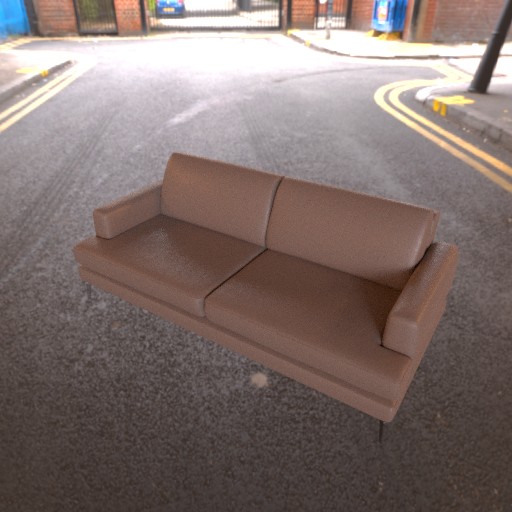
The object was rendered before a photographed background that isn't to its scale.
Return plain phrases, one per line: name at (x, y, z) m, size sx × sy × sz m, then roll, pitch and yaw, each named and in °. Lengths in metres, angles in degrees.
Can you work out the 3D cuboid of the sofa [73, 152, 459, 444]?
sofa at (0.000, 0.000, 2.449) m, size 1.940 × 0.765 × 0.974 m, roll 19°, pitch 35°, yaw 28°
